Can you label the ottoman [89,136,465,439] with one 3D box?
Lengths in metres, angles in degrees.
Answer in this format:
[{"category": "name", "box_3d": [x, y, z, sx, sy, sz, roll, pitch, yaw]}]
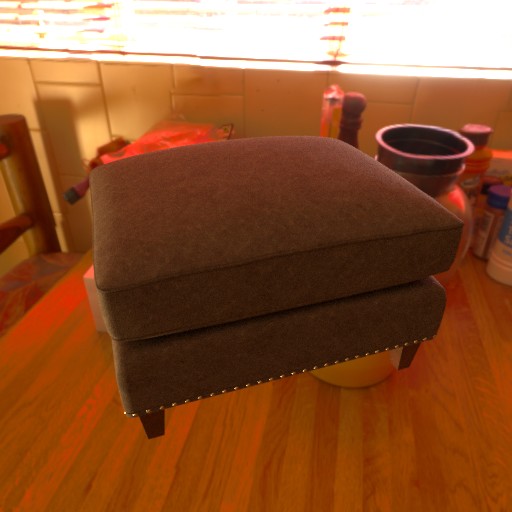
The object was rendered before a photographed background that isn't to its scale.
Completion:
[{"category": "ottoman", "box_3d": [0.000, 0.000, 1.131, 0.741, 0.513, 0.584, -10, 34, -16]}]
